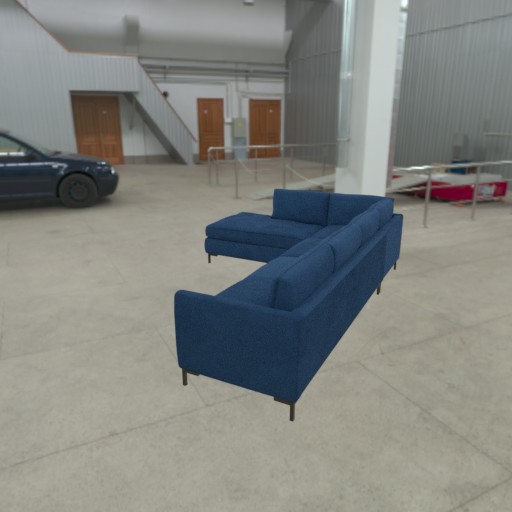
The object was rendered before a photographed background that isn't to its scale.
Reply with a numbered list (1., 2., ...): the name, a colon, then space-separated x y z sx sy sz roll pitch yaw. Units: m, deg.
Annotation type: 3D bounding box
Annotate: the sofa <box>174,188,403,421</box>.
1. sofa: 0.000 0.000 3.942 2.007 0.815 2.949 9 19 26
